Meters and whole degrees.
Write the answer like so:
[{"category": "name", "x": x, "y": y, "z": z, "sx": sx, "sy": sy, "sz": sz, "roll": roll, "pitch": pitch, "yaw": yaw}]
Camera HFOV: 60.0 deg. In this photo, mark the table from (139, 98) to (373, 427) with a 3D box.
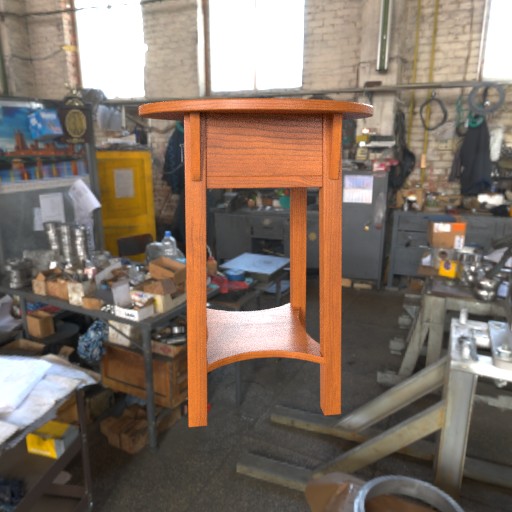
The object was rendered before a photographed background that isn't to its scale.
[{"category": "table", "x": 0.000, "y": 0.000, "z": 0.966, "sx": 0.457, "sy": 0.610, "sz": 0.457, "roll": 0, "pitch": 14, "yaw": 0}]
